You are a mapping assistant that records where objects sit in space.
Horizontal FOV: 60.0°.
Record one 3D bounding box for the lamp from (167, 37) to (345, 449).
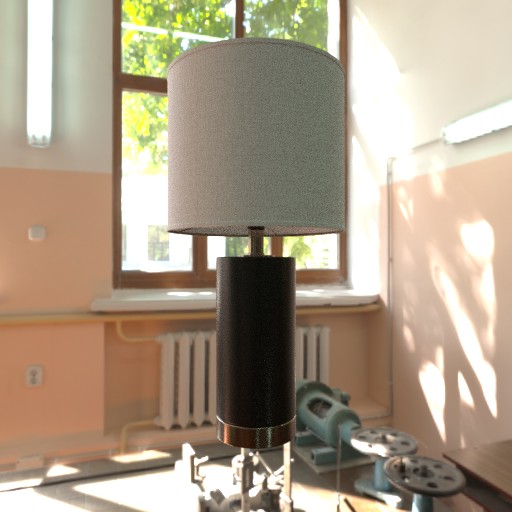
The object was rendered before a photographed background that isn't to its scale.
[{"bbox_3d":[0.000,0.000,0.608,0.241,0.482,0.240,0,0,16],"label":"lamp"}]
